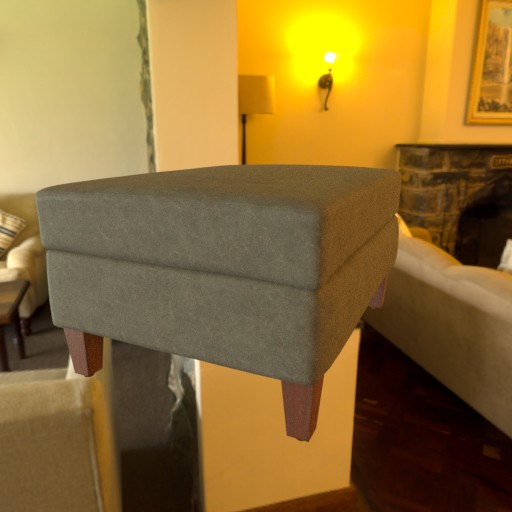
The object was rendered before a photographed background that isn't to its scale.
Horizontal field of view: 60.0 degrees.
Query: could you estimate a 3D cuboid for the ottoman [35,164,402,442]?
[{"bbox_3d":[0.000,0.000,1.189,0.639,0.464,0.839,7,16,24],"label":"ottoman"}]
